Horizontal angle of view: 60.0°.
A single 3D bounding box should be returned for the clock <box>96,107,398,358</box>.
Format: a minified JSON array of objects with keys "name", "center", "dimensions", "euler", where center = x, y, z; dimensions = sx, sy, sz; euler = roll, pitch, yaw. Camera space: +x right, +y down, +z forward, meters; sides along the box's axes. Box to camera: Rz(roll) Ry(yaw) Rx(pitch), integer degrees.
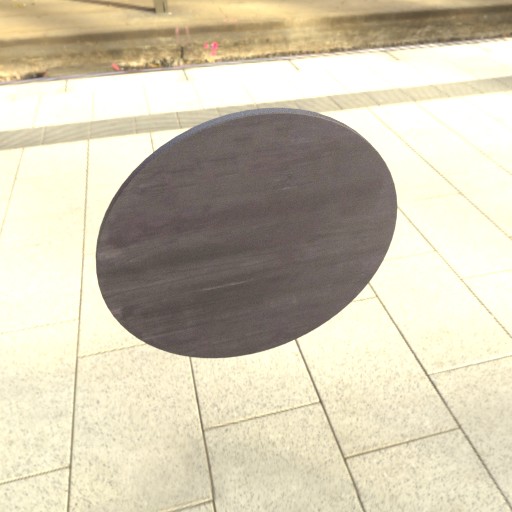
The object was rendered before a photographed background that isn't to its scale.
[{"name":"clock","center":[0.000,0.000,0.875],"dimensions":[0.595,0.595,0.029],"euler":[-11,43,-12]}]
